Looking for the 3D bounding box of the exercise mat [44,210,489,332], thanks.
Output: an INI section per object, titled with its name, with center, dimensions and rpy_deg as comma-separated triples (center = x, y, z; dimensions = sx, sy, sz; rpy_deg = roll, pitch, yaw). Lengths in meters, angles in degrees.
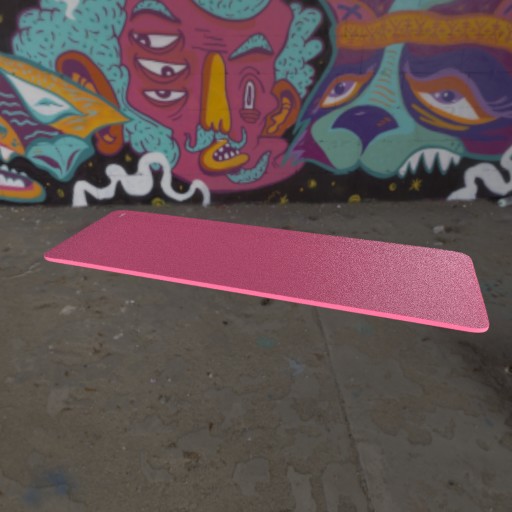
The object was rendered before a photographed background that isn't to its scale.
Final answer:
[exercise mat]
center = 0.000, 0.000, 2.029
dimensions = 1.884, 0.021, 0.616
rpy_deg = 8, 28, 15
